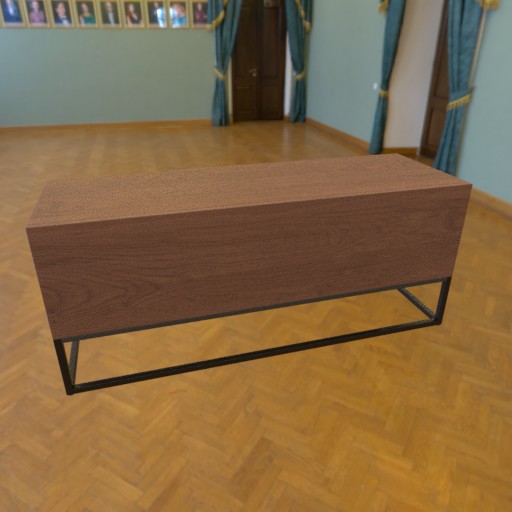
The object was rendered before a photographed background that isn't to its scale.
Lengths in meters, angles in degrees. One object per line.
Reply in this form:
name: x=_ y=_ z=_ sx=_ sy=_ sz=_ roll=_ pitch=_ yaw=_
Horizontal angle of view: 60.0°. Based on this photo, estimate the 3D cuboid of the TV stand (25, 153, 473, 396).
TV stand: x=0.000 y=0.000 z=1.433 sx=1.200 sy=0.500 sz=0.415 roll=-7 pitch=27 yaw=-15
